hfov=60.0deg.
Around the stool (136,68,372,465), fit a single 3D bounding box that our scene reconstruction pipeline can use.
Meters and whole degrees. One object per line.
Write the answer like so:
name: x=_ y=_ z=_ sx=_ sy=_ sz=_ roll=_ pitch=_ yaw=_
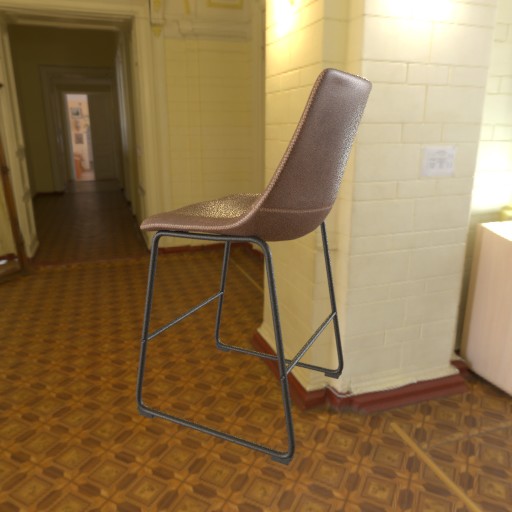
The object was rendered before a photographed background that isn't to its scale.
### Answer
stool: x=0.000 y=0.000 z=1.214 sx=0.550 sy=0.890 sz=0.460 roll=8 pitch=18 yaw=25
